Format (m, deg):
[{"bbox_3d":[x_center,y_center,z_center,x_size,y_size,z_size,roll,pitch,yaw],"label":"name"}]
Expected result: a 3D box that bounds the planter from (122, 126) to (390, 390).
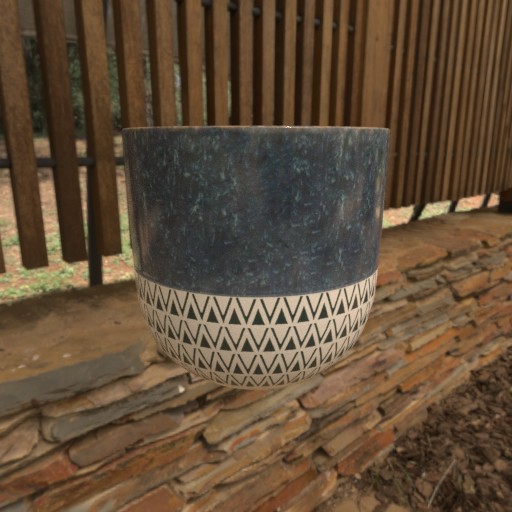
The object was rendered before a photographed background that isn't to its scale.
[{"bbox_3d":[0.000,0.000,0.491,0.266,0.270,0.266,0,15,0],"label":"planter"}]
